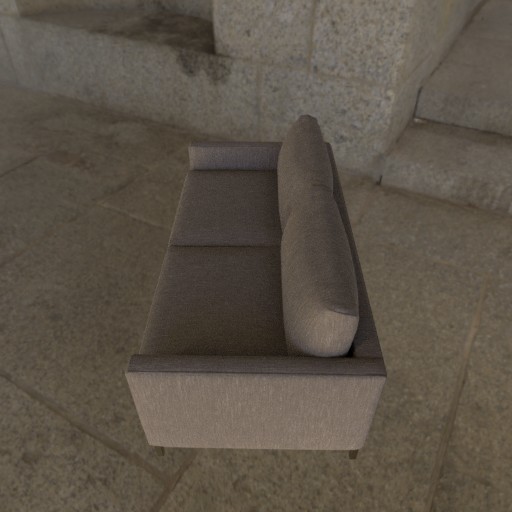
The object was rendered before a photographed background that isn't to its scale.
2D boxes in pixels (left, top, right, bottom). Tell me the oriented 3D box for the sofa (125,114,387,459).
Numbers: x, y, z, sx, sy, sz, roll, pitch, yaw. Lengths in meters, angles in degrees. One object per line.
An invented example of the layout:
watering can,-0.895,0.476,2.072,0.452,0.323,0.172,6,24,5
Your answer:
sofa,0.000,0.000,2.171,0.875,0.840,1.682,1,41,1
